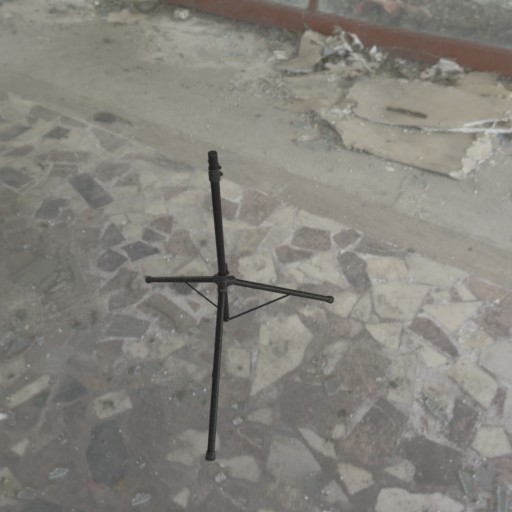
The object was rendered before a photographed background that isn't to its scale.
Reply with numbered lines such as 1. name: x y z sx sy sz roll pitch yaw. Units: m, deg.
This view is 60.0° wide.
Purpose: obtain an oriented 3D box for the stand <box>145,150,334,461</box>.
1. stand: 0.000 0.000 2.770 1.339 1.595 1.596 -16 48 -15
